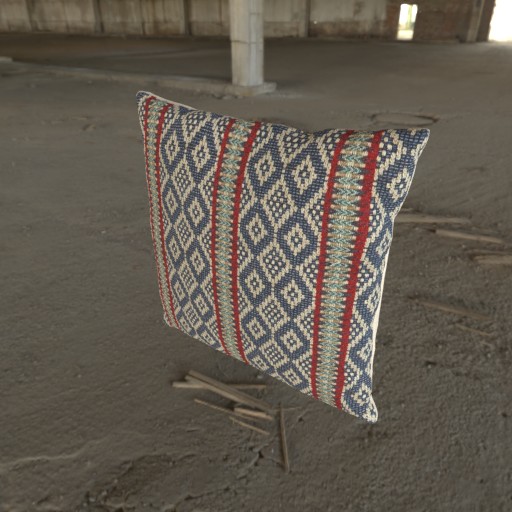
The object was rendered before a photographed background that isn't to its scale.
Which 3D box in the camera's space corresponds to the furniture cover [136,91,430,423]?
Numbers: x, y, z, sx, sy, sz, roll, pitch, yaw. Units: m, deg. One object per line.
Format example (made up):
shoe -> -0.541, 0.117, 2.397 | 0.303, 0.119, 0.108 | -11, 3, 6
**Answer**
furniture cover -> 0.000, 0.000, 0.660 | 0.431, 0.431, 0.139 | 18, 34, 30
